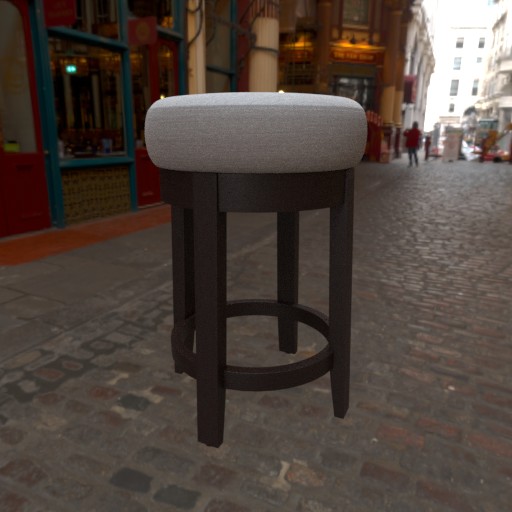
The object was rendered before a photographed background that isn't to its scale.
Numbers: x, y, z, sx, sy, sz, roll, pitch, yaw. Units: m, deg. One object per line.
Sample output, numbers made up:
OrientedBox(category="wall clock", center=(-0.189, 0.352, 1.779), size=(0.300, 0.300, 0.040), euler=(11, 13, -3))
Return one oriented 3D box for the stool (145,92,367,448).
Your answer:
OrientedBox(category="stool", center=(0.000, 0.000, 0.978), size=(0.443, 0.672, 0.443), euler=(0, 16, 0))
